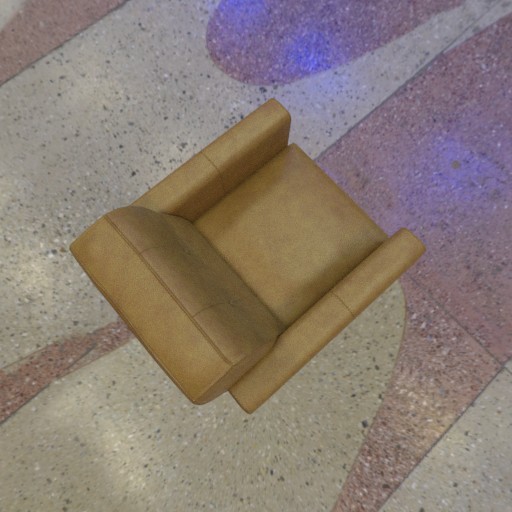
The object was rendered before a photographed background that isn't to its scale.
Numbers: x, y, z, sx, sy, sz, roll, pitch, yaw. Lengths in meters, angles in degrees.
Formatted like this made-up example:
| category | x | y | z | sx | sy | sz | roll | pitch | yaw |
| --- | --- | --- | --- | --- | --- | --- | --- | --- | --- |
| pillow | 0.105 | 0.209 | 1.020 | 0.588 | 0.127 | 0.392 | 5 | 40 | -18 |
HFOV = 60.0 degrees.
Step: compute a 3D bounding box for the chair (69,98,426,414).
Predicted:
| category | x | y | z | sx | sy | sz | roll | pitch | yaw |
| --- | --- | --- | --- | --- | --- | --- | --- | --- | --- |
| chair | 0.000 | 0.000 | 1.707 | 0.942 | 0.968 | 0.845 | -40 | 78 | -10 |
